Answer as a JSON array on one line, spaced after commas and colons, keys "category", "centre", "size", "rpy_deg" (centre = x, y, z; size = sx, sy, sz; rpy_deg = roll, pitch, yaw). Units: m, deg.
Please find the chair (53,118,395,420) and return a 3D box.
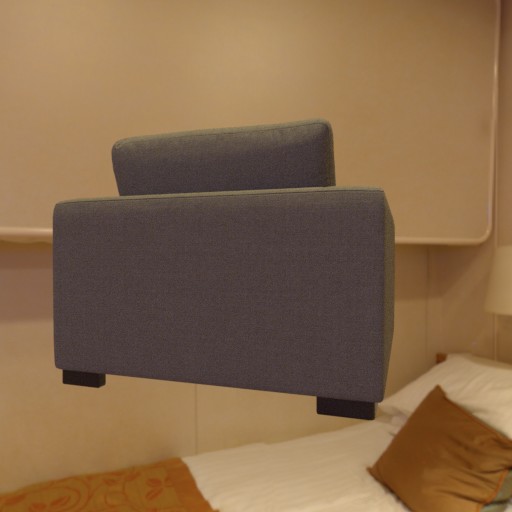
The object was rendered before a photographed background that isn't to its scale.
[{"category": "chair", "centre": [0.000, 0.000, 1.819], "size": [1.070, 0.847, 1.100], "rpy_deg": [0, 1, 19]}]
